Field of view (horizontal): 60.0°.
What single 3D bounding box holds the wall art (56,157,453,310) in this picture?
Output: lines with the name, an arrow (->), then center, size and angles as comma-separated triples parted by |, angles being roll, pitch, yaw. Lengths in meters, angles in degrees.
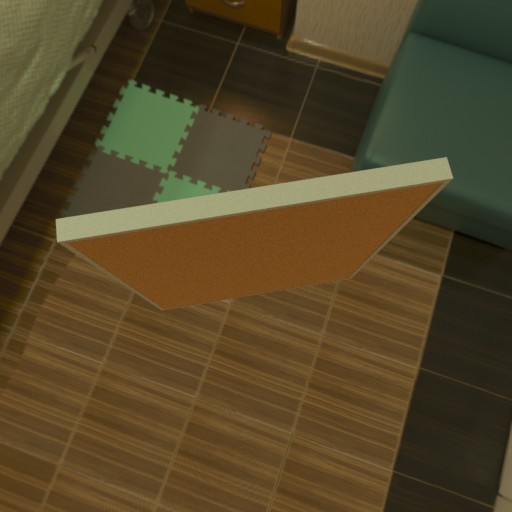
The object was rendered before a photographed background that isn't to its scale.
wall art -> 0.000, 0.000, 1.050 | 0.611, 0.763, 0.055 | -9, 76, -2
